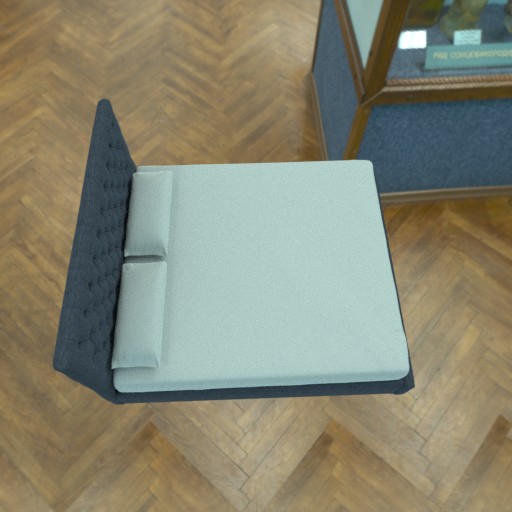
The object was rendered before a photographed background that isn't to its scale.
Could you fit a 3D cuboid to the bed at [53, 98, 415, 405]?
[{"bbox_3d":[0.000,0.000,3.563,2.387,1.427,2.078,-2,64,-1],"label":"bed"}]
